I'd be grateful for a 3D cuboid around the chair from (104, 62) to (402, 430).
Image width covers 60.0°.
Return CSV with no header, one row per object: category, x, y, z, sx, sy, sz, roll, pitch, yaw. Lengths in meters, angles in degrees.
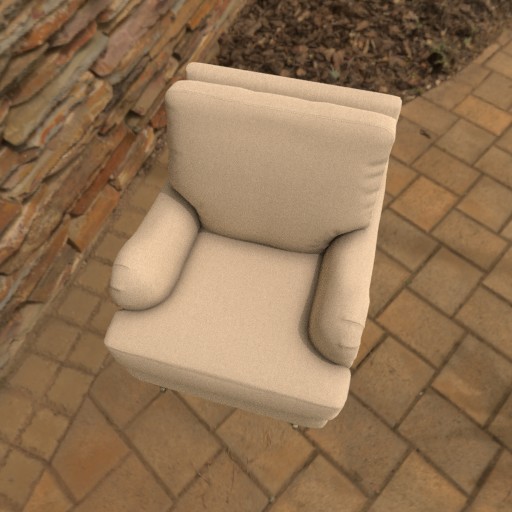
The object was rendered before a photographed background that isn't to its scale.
chair,0.000,0.000,1.777,0.895,1.076,1.078,13,58,8
